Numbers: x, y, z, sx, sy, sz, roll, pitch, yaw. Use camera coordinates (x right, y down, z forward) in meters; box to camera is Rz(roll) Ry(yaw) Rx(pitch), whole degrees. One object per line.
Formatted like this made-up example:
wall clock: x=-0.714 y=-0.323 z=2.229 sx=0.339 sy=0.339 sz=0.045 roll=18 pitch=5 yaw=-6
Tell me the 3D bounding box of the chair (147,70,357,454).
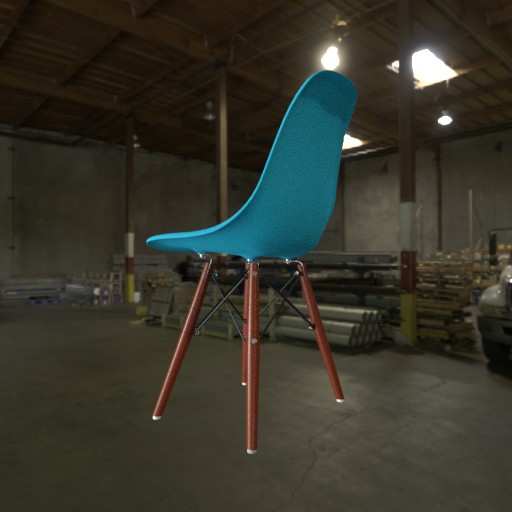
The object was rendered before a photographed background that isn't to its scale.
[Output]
chair: x=0.000 y=0.000 z=1.185 sx=0.533 sy=0.826 sz=0.470 roll=0 pitch=-1 yaw=35
